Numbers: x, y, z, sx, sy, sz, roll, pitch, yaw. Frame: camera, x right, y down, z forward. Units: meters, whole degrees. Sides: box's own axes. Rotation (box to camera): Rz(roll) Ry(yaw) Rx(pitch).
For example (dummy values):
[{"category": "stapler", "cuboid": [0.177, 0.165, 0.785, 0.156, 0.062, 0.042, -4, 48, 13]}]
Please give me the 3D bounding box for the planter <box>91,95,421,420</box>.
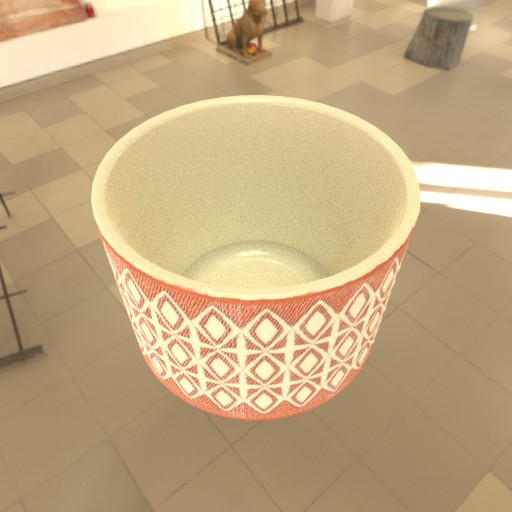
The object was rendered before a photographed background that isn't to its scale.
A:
[{"category": "planter", "cuboid": [0.000, 0.000, 0.319, 0.192, 0.148, 0.192, 0, 47, 0]}]
